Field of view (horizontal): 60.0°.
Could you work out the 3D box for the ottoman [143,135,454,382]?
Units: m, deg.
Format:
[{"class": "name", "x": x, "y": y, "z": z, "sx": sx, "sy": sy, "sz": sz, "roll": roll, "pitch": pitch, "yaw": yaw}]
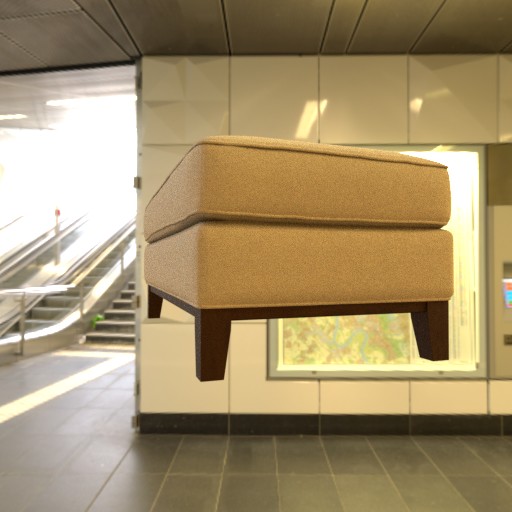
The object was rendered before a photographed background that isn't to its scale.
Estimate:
[{"class": "ottoman", "x": 0.000, "y": 0.000, "z": 1.471, "sx": 0.648, "sy": 0.508, "sz": 1.143, "roll": 0, "pitch": -1, "yaw": -19}]
